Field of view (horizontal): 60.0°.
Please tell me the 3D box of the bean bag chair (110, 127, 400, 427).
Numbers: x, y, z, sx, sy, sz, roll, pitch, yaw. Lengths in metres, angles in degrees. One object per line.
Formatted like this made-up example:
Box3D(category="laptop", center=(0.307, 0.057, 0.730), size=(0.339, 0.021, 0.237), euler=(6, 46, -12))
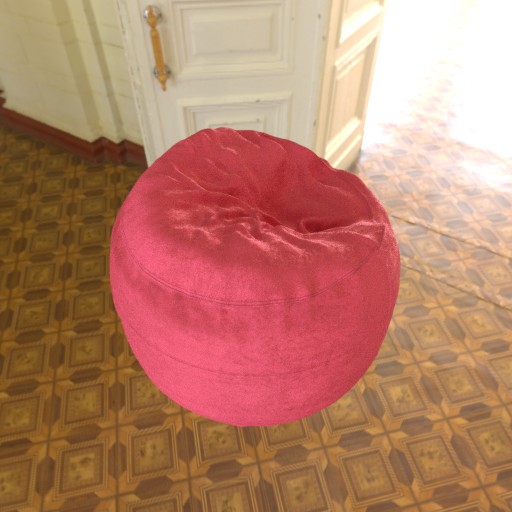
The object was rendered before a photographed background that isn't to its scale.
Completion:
Box3D(category="bean bag chair", center=(0.000, 0.000, 1.899), size=(1.218, 0.788, 1.218), euler=(0, 47, 0))
